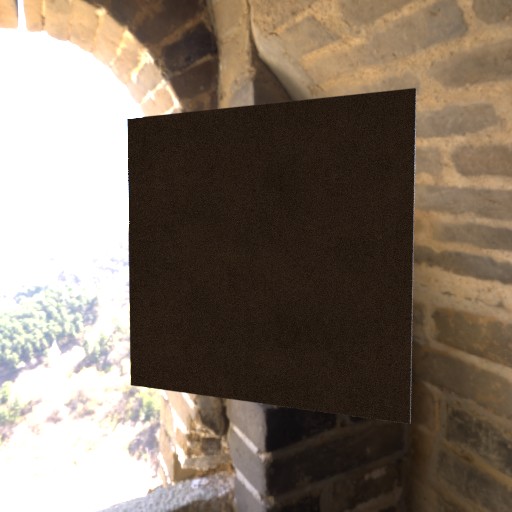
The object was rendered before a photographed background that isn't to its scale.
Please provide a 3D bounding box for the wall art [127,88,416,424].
[{"bbox_3d":[0.000,0.000,0.992,0.664,0.661,0.020,1,3,20],"label":"wall art"}]
